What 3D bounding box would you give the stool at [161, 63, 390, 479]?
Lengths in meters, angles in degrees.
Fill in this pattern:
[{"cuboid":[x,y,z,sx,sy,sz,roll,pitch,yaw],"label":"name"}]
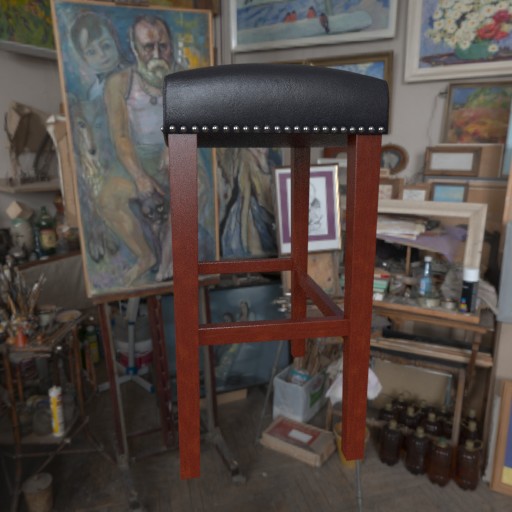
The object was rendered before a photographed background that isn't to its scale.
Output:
[{"cuboid":[0.000,0.000,1.003,0.372,0.742,0.504,-2,14,-9],"label":"stool"}]
